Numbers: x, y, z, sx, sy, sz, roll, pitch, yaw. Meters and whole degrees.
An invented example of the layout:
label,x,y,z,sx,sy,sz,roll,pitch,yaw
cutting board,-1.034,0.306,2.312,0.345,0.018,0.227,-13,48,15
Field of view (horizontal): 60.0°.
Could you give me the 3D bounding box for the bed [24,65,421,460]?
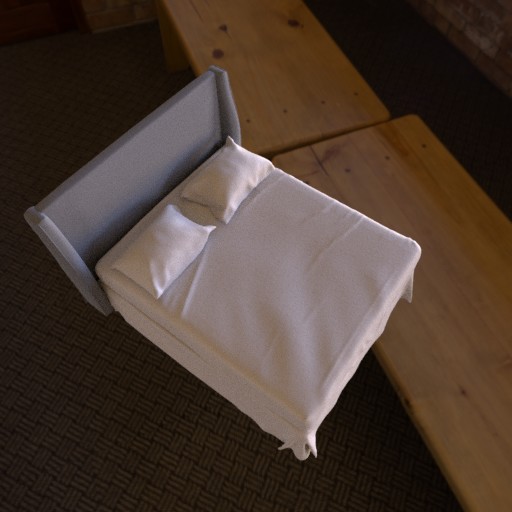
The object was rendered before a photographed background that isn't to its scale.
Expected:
label,x,y,z,sx,sy,sz,roll,pitch,yaw
bed,0.000,0.000,3.378,2.276,1.332,1.925,32,63,18
